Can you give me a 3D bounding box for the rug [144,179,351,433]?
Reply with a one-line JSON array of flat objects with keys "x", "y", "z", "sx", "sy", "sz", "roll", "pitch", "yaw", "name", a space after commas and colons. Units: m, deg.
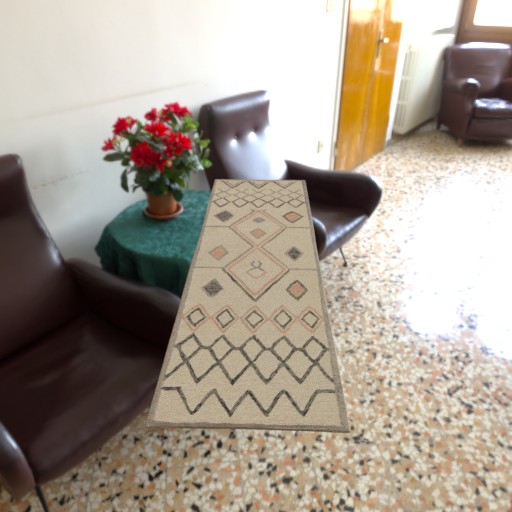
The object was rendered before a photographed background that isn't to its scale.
[{"x": 0.000, "y": 0.000, "z": 2.645, "sx": 0.750, "sy": 0.011, "sz": 2.435, "roll": 1, "pitch": 31, "yaw": 1, "name": "rug"}]
